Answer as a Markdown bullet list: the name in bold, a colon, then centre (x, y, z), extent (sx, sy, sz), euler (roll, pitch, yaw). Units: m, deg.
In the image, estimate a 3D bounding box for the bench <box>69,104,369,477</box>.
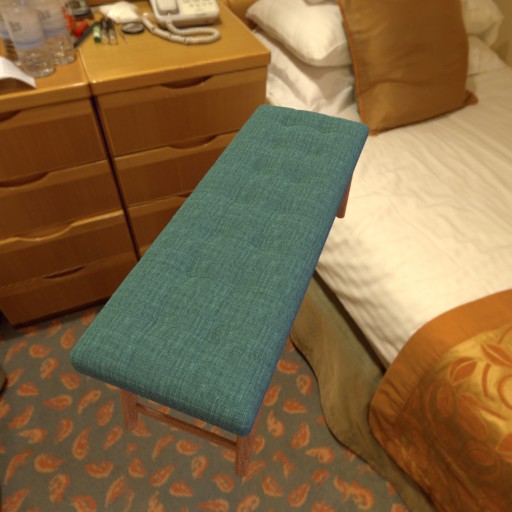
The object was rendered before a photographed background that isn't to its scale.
- **bench**: centre (0.000, 0.000, 1.337), extent (0.406, 0.432, 1.118), euler (16, 49, 14)
